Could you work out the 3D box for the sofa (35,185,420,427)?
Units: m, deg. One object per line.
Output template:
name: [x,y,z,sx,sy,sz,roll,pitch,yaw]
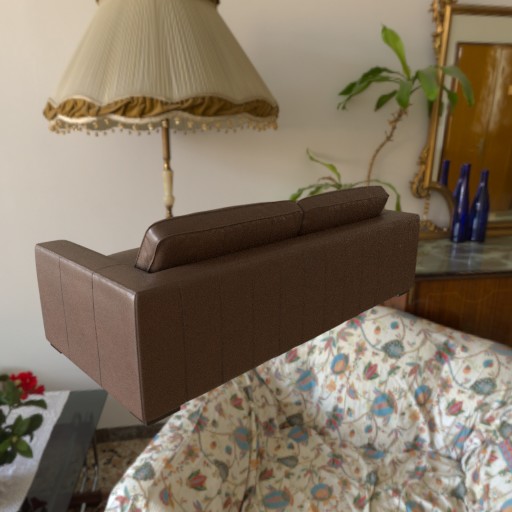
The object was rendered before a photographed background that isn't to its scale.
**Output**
sofa: [0.000,0.000,2.752,2.262,0.801,1.070,-15,22,-43]
